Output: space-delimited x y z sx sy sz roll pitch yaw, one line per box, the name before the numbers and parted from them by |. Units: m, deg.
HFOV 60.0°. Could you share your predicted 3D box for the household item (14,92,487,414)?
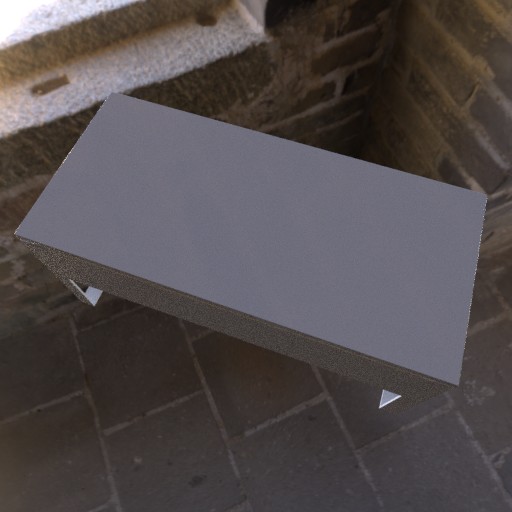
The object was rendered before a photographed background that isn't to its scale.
household item | 0.000 0.000 2.085 1.700 0.745 0.800 18 65 9
